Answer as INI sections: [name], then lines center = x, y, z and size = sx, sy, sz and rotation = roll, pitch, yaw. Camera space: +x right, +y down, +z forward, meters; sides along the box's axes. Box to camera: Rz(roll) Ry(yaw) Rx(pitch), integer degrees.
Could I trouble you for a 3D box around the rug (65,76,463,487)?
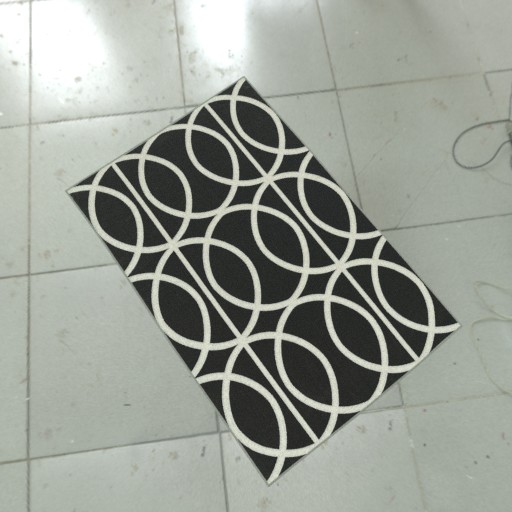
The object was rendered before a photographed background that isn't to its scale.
[rug]
center = 0.000, 0.000, 2.875
size = 1.526, 0.014, 2.290
rotation = -36, 77, -9
